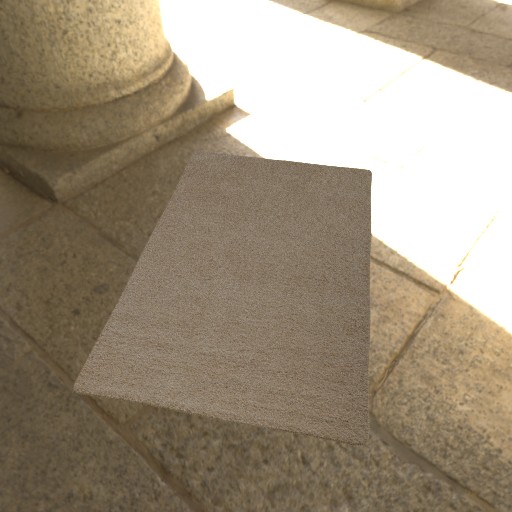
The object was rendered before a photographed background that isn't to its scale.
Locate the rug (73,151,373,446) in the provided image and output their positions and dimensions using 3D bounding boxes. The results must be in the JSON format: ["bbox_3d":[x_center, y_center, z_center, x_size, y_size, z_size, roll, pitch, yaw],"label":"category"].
[{"bbox_3d":[0.000,0.000,3.523,1.801,0.024,2.700,8,47,7],"label":"rug"}]
